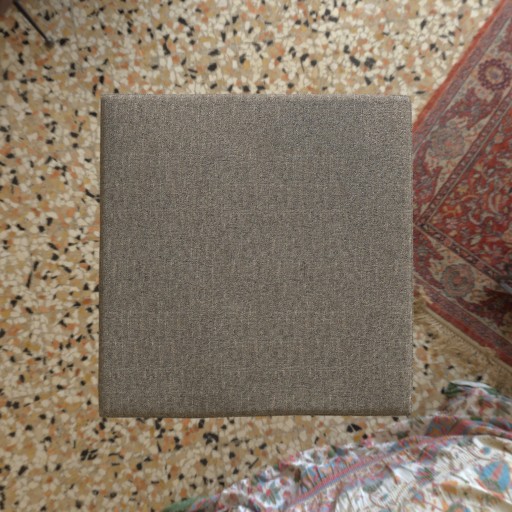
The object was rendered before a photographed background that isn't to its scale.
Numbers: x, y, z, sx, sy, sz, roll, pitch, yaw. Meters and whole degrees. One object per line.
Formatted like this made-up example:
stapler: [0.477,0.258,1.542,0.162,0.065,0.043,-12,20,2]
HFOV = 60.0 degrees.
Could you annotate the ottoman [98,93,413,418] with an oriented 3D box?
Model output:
ottoman: [0.000,0.000,1.513,0.981,0.379,1.016,0,89,-1]
